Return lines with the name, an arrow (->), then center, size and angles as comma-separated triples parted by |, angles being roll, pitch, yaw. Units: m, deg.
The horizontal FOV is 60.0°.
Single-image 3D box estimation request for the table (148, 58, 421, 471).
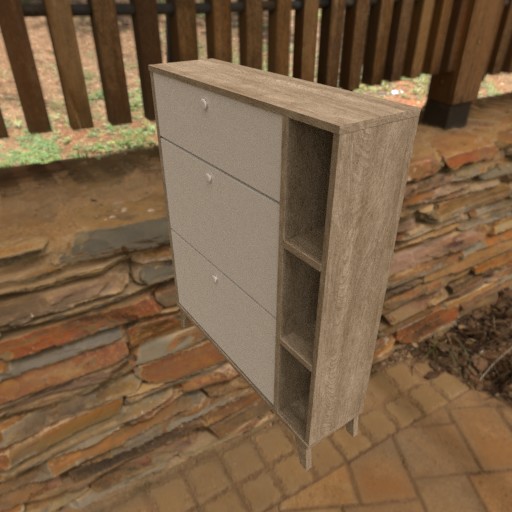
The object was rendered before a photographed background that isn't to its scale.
table -> 0.000, 0.000, 1.529 | 0.256, 1.135, 0.902 | -21, 37, -30
